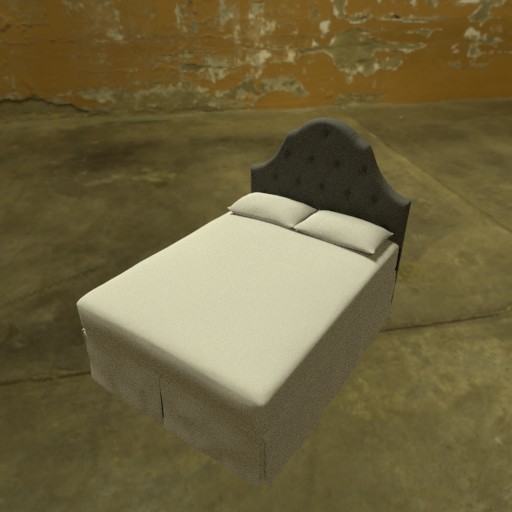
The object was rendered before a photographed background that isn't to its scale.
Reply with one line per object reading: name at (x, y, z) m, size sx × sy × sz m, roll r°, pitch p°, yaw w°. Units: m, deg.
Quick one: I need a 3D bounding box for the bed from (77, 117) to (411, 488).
bed at (0.000, 0.000, 3.263) m, size 1.636 × 1.575 × 2.155 m, roll 20°, pitch 36°, yaw 29°
